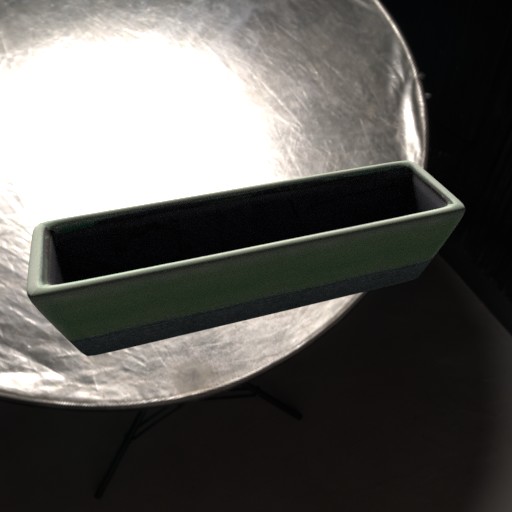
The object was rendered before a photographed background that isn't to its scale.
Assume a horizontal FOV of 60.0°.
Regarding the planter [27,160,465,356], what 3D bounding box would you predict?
[{"bbox_3d":[0.000,0.000,0.310,0.275,0.072,0.072,-12,43,-13],"label":"planter"}]
